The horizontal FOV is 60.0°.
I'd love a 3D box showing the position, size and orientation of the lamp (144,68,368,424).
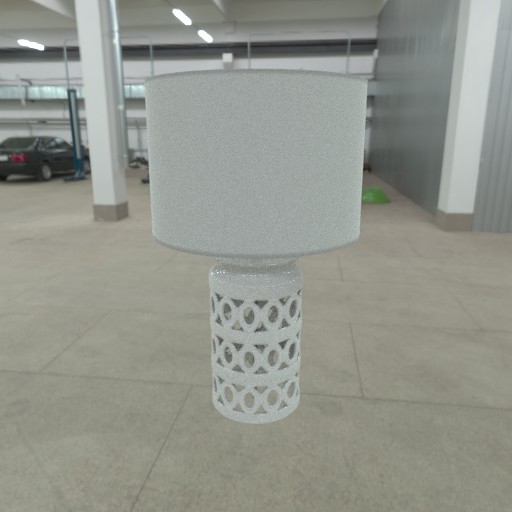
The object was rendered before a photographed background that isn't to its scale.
[{"bbox_3d":[0.000,0.000,0.690,0.310,0.502,0.310,0,16,0],"label":"lamp"}]
